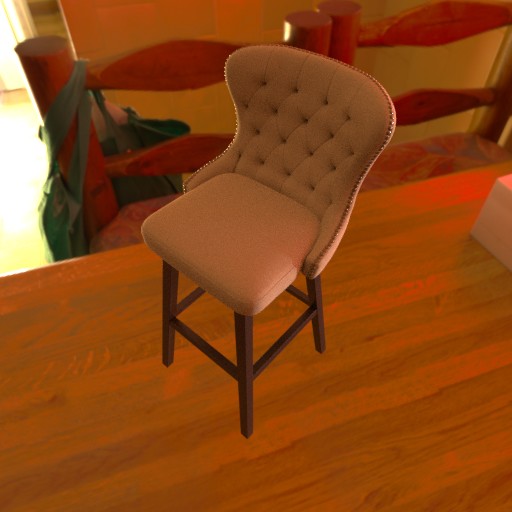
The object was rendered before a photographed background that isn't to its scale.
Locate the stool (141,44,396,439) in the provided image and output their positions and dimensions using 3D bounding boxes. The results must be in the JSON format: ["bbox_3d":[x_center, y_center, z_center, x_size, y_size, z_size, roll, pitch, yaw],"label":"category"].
[{"bbox_3d":[0.000,0.000,1.398,0.528,1.066,0.605,33,55,26],"label":"stool"}]
